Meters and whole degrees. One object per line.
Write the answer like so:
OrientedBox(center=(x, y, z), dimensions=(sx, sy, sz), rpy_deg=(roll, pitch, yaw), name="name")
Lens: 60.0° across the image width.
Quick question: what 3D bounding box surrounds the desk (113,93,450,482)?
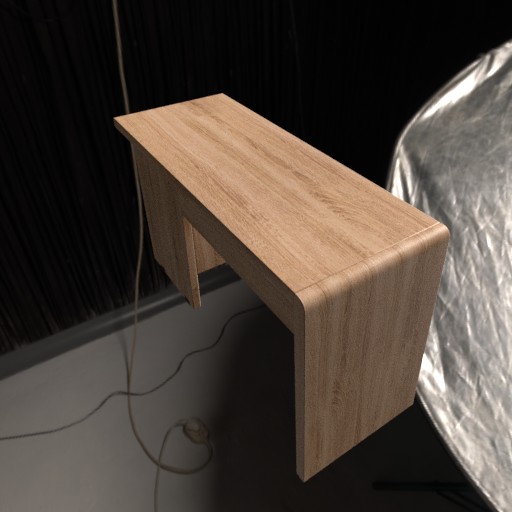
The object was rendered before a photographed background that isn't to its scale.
OrientedBox(center=(0.000, 0.000, 1.683), dimensions=(0.500, 0.750, 1.300), rpy_deg=(-23, 45, -25), name="desk")
